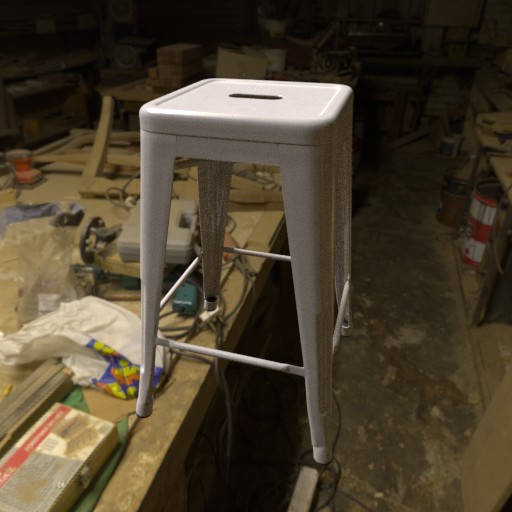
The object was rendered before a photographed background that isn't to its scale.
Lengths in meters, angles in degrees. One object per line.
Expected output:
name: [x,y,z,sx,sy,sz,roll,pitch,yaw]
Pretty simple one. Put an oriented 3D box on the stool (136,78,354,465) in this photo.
stool: [0.000,0.000,0.875,0.406,0.610,0.406,9,32,14]
